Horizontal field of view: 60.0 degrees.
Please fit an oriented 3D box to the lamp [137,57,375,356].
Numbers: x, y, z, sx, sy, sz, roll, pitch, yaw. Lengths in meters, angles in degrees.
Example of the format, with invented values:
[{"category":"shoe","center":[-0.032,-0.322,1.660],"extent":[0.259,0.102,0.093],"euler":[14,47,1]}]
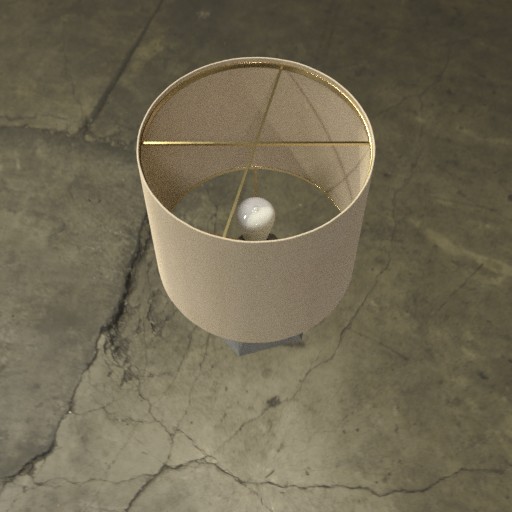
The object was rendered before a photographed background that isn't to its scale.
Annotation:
[{"category":"lamp","center":[0.000,0.000,0.650],"extent":[0.276,0.501,0.276],"euler":[0,63,0]}]
